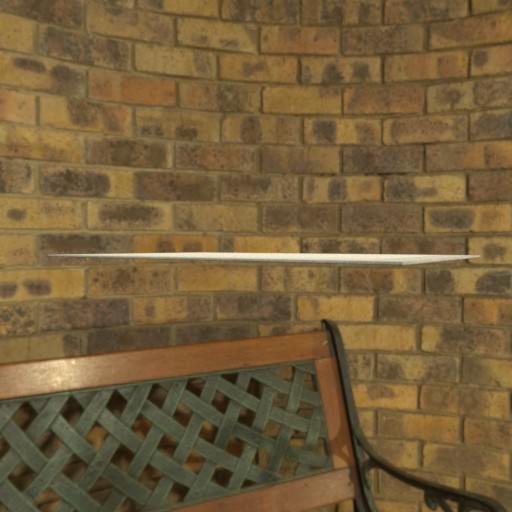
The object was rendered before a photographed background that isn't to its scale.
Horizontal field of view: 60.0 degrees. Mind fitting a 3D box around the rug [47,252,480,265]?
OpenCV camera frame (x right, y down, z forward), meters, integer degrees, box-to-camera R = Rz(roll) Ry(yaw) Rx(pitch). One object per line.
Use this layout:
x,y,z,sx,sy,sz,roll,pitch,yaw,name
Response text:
0.000,0.000,2.937,2.438,0.014,1.524,1,1,36,rug
